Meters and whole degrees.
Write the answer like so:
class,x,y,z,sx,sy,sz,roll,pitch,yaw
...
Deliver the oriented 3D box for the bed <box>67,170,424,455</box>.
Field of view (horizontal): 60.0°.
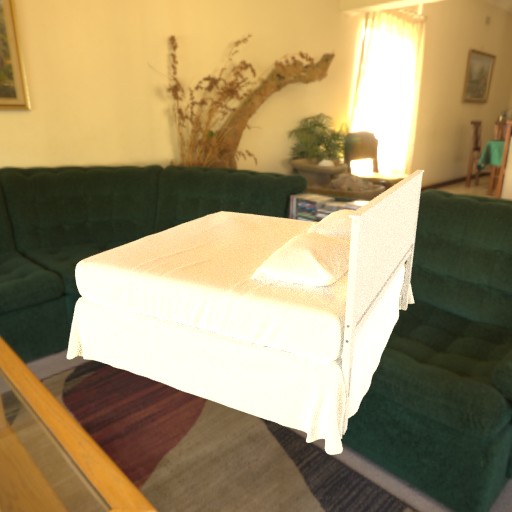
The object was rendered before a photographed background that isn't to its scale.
class,x,y,z,sx,sy,sz,roll,pitch,yaw
bed,0.000,0.000,3.573,2.215,1.273,2.317,9,20,27
